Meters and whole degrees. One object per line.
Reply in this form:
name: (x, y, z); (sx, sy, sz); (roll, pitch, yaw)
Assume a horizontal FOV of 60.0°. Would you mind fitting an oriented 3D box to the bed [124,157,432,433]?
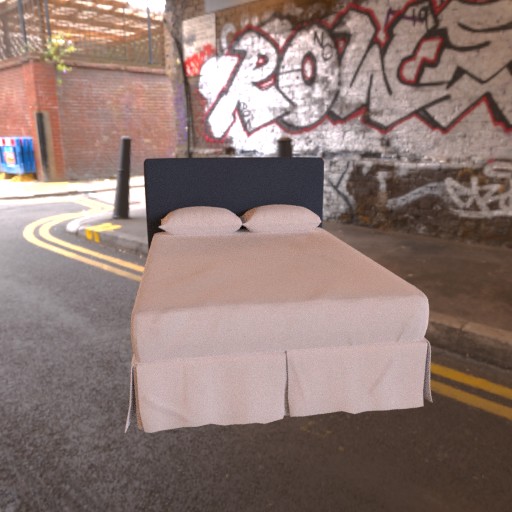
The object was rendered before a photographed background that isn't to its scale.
bed: (0.000, 0.000, 3.236); (1.713, 1.330, 2.162); (-2, 15, -9)
